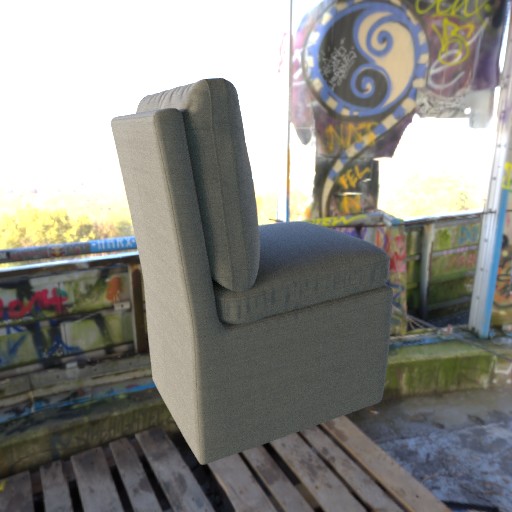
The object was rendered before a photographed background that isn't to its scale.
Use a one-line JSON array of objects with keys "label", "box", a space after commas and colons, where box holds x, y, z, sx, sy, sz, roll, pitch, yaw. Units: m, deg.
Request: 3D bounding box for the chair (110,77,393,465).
[{"label": "chair", "box": [0.000, 0.000, 1.317, 0.698, 0.927, 0.503, -8, 18, -27]}]
